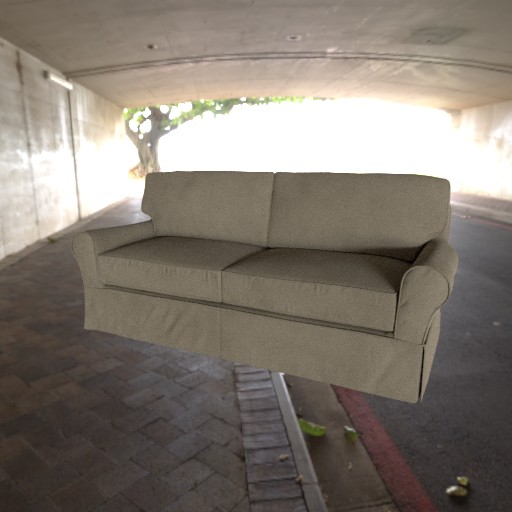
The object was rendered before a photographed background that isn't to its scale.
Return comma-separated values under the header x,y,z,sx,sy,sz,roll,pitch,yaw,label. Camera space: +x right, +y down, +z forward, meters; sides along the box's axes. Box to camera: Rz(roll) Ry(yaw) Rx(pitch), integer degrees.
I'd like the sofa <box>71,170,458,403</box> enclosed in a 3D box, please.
x,y,z,sx,sy,sz,roll,pitch,yaw,label
0.000,0.000,2.720,2.246,1.014,0.900,6,14,26,sofa
